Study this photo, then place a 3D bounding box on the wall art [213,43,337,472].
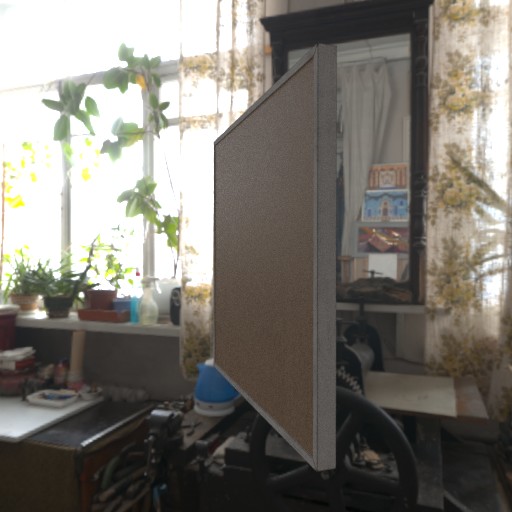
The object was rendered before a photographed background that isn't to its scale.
[{"bbox_3d":[0.000,0.000,1.151,0.038,0.762,0.762,0,1,-19],"label":"wall art"}]
